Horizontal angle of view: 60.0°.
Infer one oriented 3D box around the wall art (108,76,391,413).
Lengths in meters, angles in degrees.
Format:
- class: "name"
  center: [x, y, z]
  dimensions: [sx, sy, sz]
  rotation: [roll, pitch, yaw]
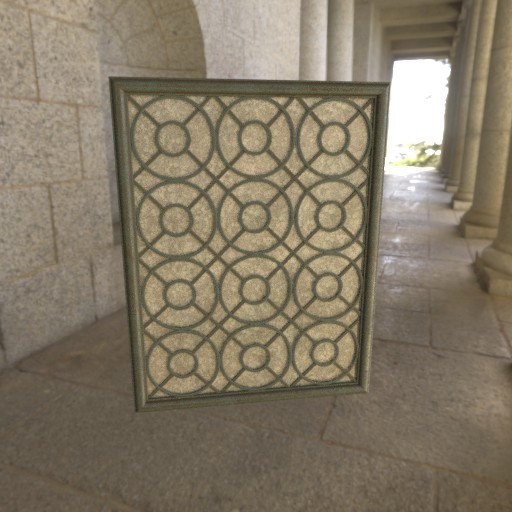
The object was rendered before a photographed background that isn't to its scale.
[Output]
- class: "wall art"
  center: [0.000, 0.000, 1.317]
  dimensions: [0.767, 0.983, 0.030]
  rotation: [-2, 15, -8]
